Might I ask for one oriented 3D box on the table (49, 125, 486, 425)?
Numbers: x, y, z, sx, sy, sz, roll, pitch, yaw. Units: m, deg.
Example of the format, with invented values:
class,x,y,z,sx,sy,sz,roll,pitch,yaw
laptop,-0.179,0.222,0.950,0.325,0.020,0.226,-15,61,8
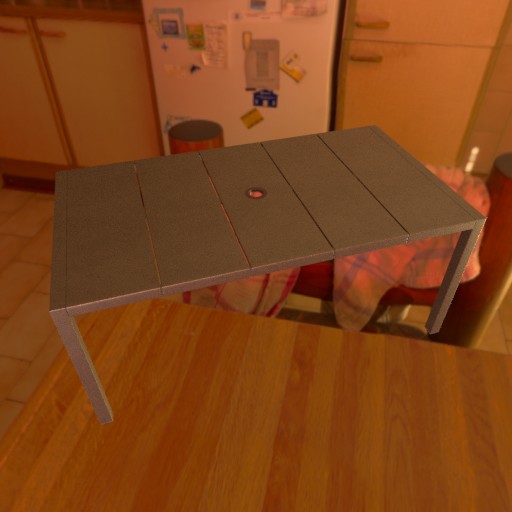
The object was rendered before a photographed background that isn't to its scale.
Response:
class,x,y,z,sx,sy,sz,roll,pitch,yaw
table,0.000,0.000,2.178,1.680,0.735,0.914,-12,43,-13
